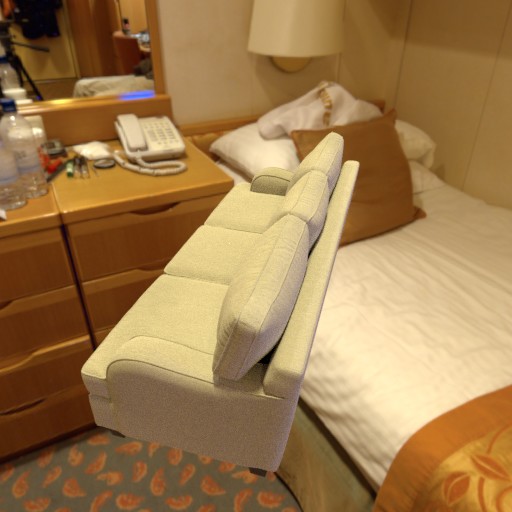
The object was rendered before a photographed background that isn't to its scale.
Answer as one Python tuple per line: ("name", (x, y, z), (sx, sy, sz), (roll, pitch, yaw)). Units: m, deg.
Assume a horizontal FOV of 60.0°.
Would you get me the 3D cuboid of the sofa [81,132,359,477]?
("sofa", (0.000, 0.000, 2.781), (1.016, 0.991, 2.323), (9, 33, 14))
